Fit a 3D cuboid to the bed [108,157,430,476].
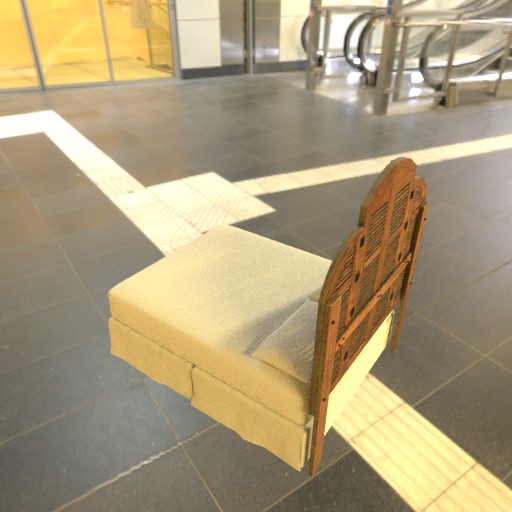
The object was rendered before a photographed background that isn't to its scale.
[{"bbox_3d":[0.000,0.000,3.615,2.138,2.019,1.713,21,37,30],"label":"bed"}]
